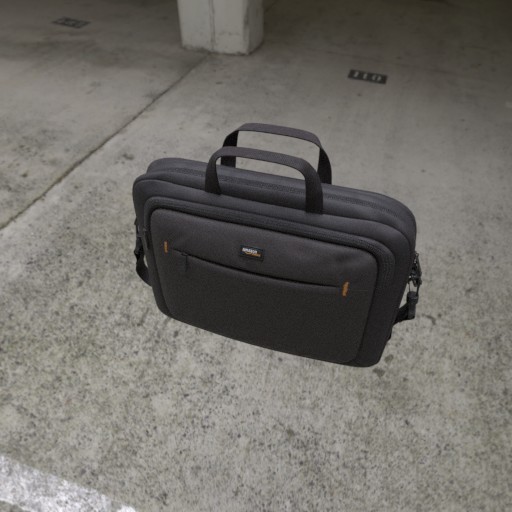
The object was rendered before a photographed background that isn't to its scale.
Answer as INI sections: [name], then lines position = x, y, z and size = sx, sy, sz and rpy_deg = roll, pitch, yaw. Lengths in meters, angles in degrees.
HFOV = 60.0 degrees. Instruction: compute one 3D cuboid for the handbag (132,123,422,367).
[handbag]
position = 0.000, 0.000, 0.437
size = 0.320, 0.244, 0.089
rpy_deg = 13, 44, 13
